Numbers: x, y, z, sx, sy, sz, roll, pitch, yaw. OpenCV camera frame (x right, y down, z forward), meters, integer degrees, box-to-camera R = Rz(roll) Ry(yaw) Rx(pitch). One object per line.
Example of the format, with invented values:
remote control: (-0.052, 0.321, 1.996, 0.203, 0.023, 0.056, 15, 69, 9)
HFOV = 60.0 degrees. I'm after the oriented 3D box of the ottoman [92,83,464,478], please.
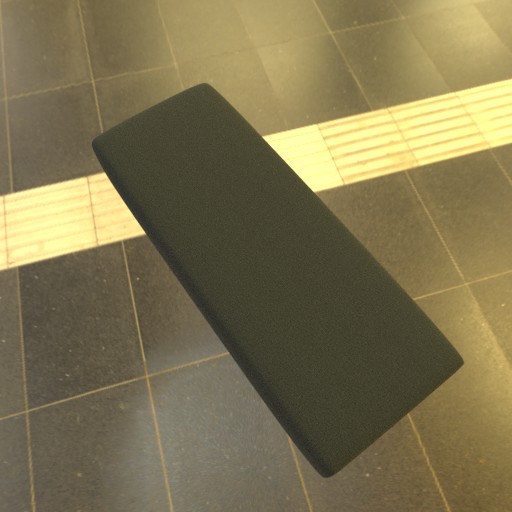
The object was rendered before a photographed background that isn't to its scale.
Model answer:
ottoman: (0.000, 0.000, 1.841, 0.646, 0.393, 1.609, -33, 69, -15)
